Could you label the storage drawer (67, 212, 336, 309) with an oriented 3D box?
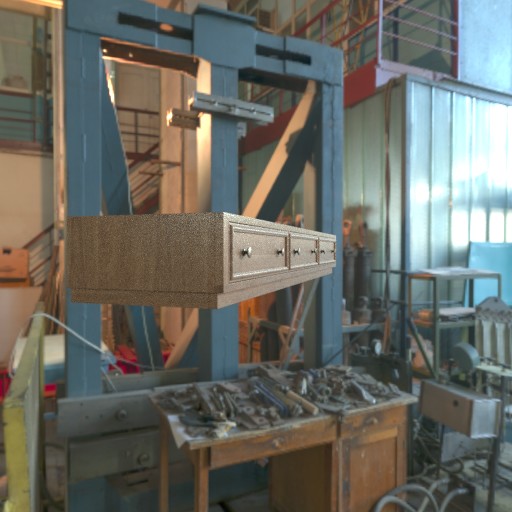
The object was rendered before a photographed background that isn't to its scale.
[{"bbox_3d":[0.000,0.000,2.231,0.538,0.264,2.032,0,1,19],"label":"storage drawer"}]
